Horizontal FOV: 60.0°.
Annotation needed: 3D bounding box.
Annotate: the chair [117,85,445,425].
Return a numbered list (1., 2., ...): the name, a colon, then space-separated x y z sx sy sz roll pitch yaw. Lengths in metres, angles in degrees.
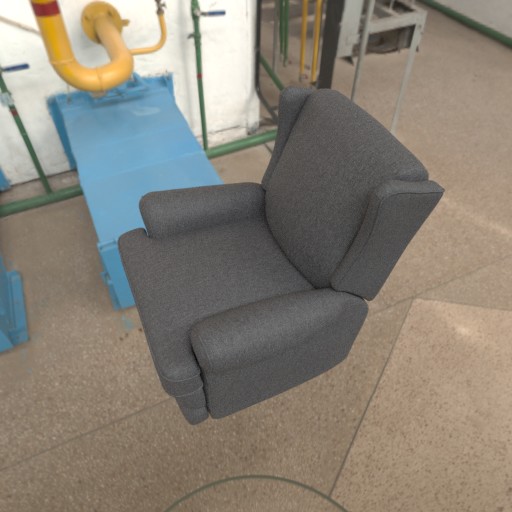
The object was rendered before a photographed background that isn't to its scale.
1. chair: 0.000 0.000 1.719 0.969 1.011 0.847 -18 50 -16
